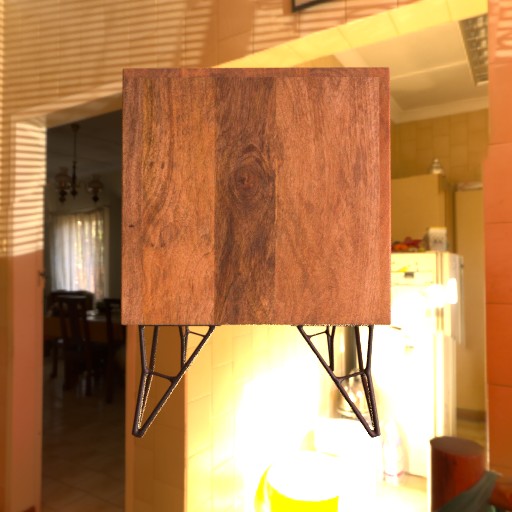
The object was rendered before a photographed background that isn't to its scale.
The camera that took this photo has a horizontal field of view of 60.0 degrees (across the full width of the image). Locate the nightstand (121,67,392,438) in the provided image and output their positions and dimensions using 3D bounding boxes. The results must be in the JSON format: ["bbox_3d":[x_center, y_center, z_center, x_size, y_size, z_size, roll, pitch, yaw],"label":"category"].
[{"bbox_3d":[0.000,0.000,0.888,0.406,0.559,0.457,0,-1,0],"label":"nightstand"}]
